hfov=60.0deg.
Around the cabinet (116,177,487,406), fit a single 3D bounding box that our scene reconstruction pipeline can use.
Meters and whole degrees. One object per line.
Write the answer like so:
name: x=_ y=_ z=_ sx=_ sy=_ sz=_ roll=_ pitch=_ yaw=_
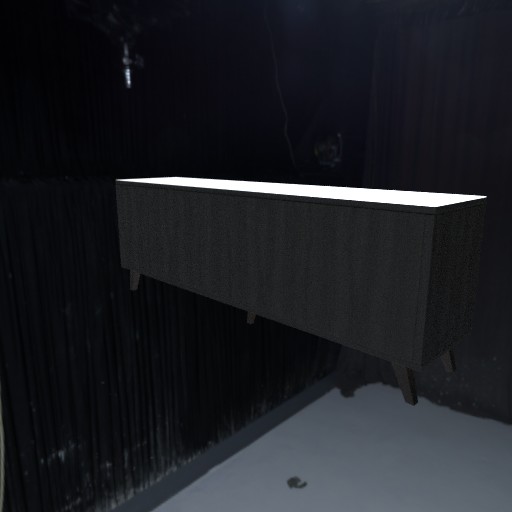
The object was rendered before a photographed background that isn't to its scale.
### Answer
cabinet: x=0.000 y=0.000 z=2.502 sx=2.198 sy=0.779 sz=0.499 roll=13 pitch=18 yaw=43
